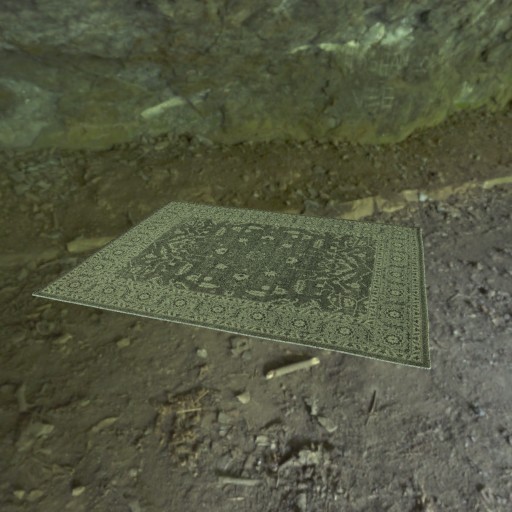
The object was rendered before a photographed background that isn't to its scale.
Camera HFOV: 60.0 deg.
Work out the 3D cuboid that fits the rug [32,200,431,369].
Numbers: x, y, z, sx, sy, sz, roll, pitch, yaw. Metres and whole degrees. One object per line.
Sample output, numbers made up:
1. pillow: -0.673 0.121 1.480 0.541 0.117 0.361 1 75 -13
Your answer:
1. rug: 0.000 0.000 4.239 3.069 0.026 2.451 8 27 15
